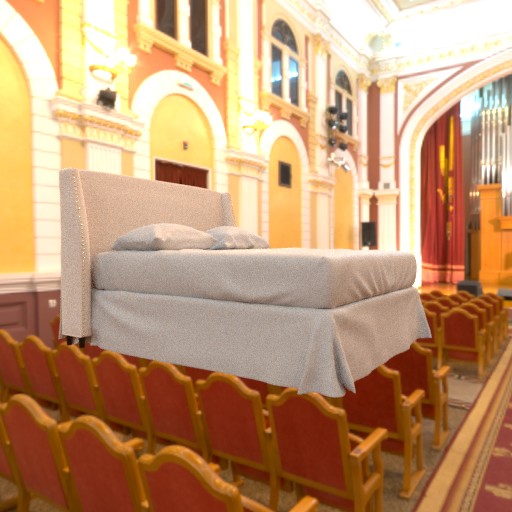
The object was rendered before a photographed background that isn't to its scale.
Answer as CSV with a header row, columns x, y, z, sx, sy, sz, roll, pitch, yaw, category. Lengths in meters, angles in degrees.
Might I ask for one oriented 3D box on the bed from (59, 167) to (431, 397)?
x,y,z,sx,sy,sz,roll,pitch,yaw,category
0.000,0.000,3.438,2.276,1.332,1.925,1,2,34,bed
